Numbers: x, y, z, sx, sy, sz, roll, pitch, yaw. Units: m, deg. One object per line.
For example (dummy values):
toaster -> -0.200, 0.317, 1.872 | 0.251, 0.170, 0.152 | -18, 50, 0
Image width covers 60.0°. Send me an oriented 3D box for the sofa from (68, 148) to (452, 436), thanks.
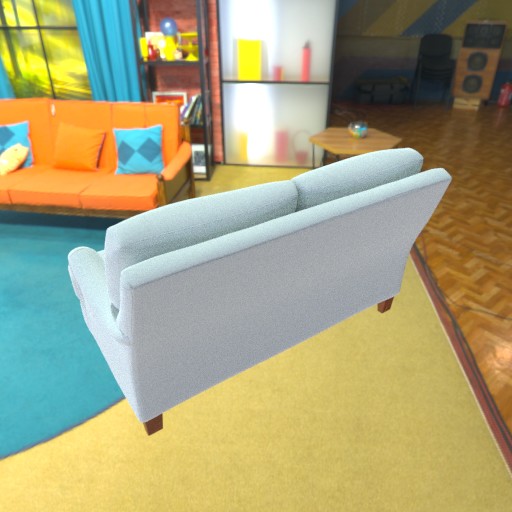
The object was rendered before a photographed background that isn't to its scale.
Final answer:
sofa -> 0.000, 0.000, 2.485 | 1.853, 1.101, 1.084 | -20, 36, -29
